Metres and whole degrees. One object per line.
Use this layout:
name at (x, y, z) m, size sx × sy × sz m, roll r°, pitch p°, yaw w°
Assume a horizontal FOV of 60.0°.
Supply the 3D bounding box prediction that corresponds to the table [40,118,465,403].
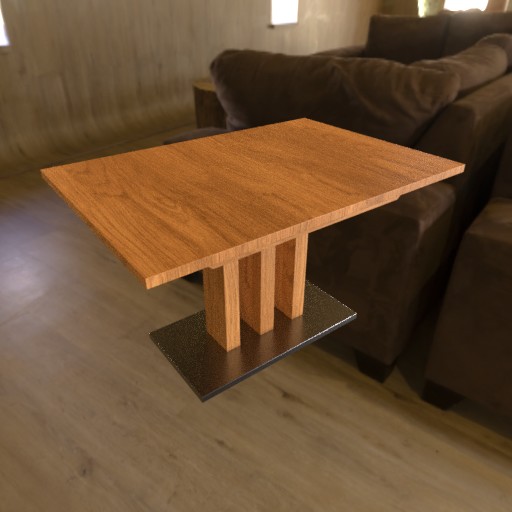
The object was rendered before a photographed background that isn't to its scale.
table at (0.000, 0.000, 1.844) m, size 1.300 × 0.770 × 0.900 m, roll -21°, pitch 37°, yaw -31°
